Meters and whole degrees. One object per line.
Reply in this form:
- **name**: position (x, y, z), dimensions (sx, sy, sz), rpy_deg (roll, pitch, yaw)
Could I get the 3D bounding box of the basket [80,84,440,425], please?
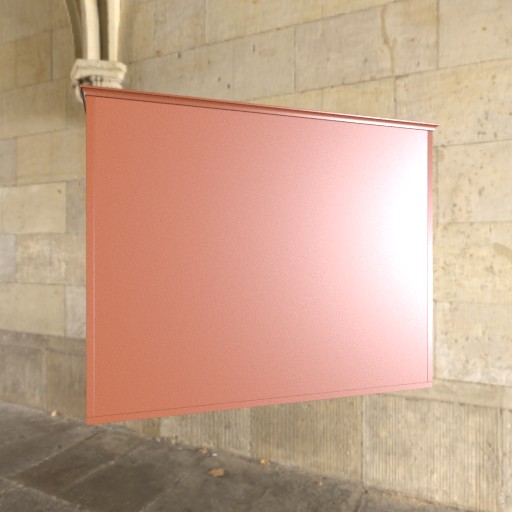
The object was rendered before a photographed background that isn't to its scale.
- **basket**: position (0.000, 0.000, 1.106), dimensions (0.792, 0.625, 0.376), rpy_deg (0, 0, -18)
